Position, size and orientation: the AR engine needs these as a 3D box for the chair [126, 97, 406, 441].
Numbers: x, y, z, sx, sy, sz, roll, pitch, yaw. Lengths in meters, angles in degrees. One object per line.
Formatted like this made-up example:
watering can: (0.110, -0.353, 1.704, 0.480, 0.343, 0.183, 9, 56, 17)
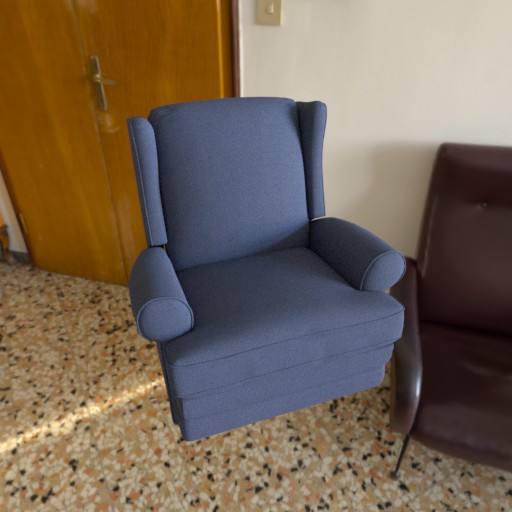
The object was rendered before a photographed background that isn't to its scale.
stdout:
chair: (0.000, 0.000, 1.709, 0.971, 1.020, 0.877, -11, 35, -16)
